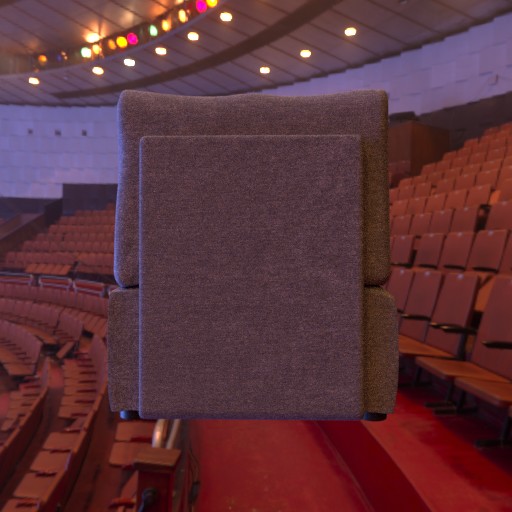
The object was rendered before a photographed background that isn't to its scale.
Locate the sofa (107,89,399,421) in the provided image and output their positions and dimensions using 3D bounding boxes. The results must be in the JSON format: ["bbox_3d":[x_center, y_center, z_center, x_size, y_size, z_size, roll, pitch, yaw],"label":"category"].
[{"bbox_3d":[0.000,0.000,1.540,0.700,0.820,1.000,0,-1,1],"label":"sofa"}]
